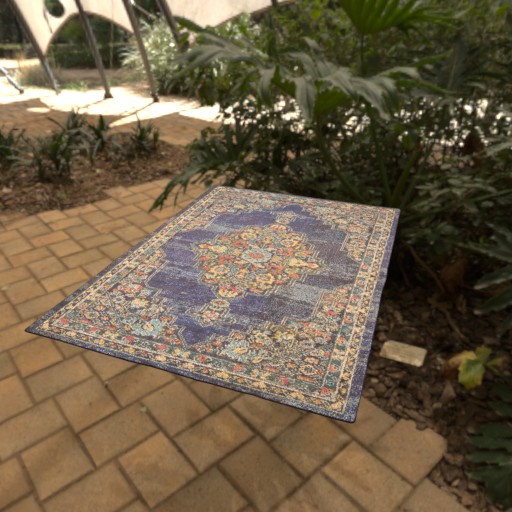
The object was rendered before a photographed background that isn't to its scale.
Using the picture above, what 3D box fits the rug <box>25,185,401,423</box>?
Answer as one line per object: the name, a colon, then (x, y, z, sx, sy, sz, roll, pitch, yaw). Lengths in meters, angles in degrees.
rug: (0.000, 0.000, 2.846, 1.630, 0.009, 2.232, 10, 31, 18)
